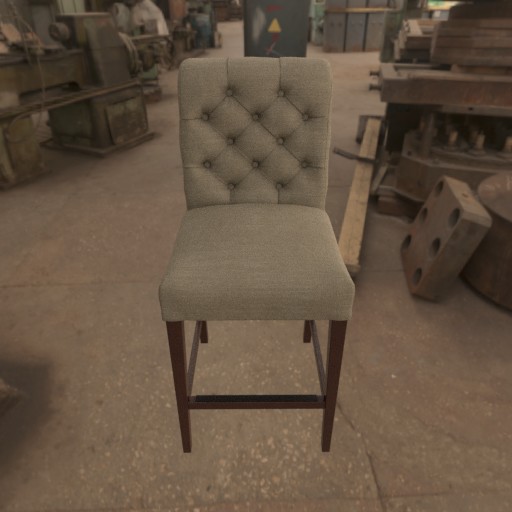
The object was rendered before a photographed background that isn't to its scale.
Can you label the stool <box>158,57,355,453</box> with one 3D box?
[{"bbox_3d":[0.000,0.000,1.398,0.486,1.084,0.660,0,31,0],"label":"stool"}]
